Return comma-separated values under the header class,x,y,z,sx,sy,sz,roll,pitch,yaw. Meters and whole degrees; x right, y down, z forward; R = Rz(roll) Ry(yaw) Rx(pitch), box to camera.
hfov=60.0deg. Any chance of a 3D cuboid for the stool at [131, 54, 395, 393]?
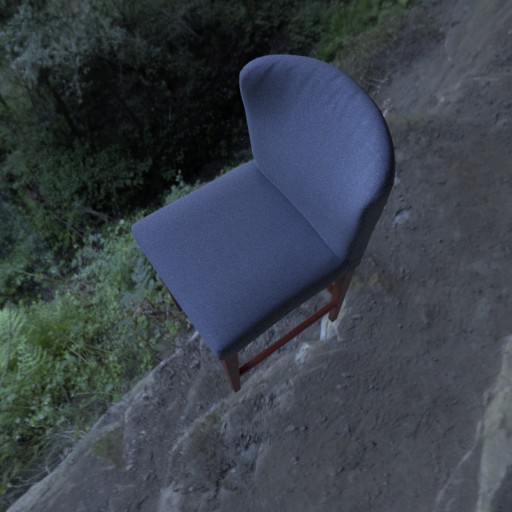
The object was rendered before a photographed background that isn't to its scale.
class,x,y,z,sx,sy,sz,roll,pitch,yaw
stool,0.000,0.000,1.380,0.568,1.069,0.481,-33,68,-15
